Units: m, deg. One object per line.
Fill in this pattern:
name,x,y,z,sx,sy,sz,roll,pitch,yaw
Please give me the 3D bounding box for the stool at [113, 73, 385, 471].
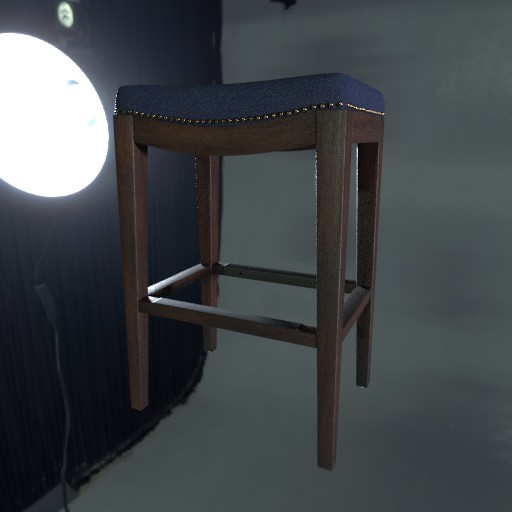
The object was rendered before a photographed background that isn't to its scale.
stool,0.000,0.000,1.029,0.498,0.740,0.358,7,16,24
